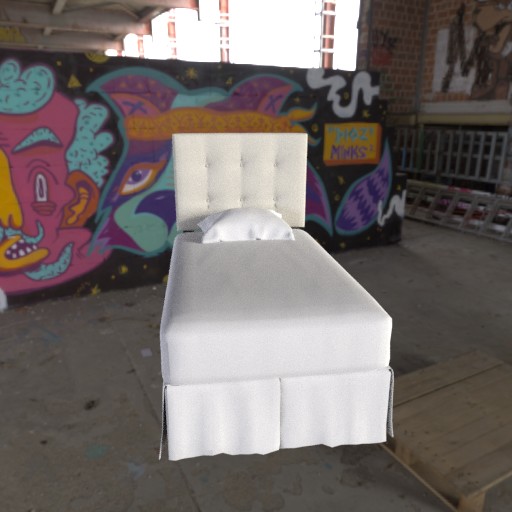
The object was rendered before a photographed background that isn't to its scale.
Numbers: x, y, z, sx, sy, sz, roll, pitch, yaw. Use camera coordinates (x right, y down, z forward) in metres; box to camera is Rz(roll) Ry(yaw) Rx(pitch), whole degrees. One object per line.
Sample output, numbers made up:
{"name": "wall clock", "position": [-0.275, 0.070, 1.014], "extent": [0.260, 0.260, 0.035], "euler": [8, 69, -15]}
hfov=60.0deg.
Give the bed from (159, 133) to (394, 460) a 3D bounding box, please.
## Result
{"name": "bed", "position": [0.000, 0.000, 3.028], "extent": [1.261, 1.571, 1.997], "euler": [-2, 17, -7]}
